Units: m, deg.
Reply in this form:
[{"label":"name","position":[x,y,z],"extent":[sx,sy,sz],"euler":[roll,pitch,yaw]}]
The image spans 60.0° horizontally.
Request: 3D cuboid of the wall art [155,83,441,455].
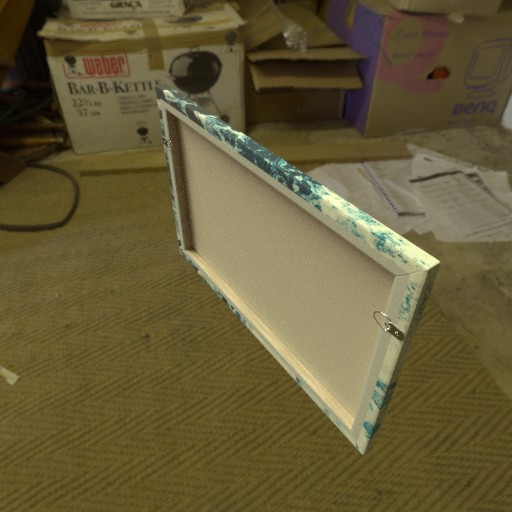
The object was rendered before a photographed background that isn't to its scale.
[{"label":"wall art","position":[0.000,0.000,1.902],"extent":[0.055,1.017,1.524],"euler":[-25,47,-26]}]
